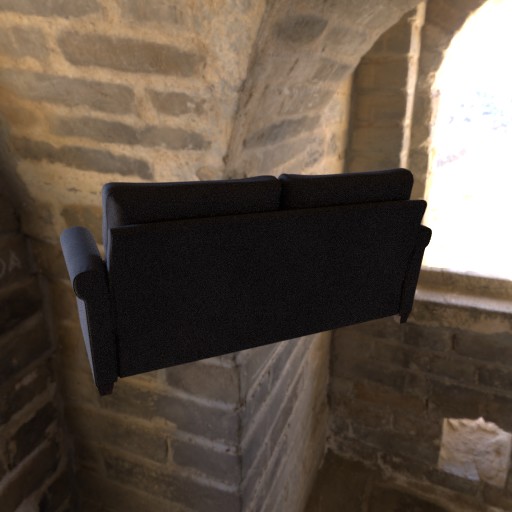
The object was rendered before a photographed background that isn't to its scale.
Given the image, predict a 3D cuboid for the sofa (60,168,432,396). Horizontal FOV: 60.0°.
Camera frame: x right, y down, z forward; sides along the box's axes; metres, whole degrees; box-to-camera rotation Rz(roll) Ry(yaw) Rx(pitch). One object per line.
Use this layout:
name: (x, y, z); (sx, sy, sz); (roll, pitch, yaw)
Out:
sofa: (0.000, 0.000, 2.454); (1.935, 0.942, 0.842); (-8, 18, -25)
